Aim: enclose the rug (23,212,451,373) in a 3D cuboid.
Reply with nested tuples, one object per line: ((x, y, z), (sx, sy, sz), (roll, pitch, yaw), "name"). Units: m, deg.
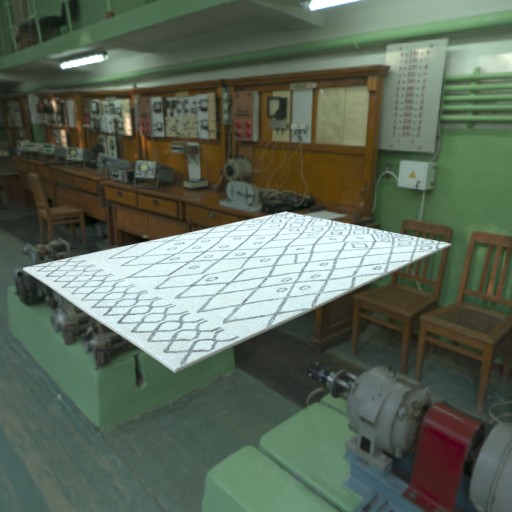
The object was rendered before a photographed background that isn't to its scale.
((0.000, 0.000, 2.248), (1.828, 0.015, 1.222), (-16, 24, -42), "rug")
